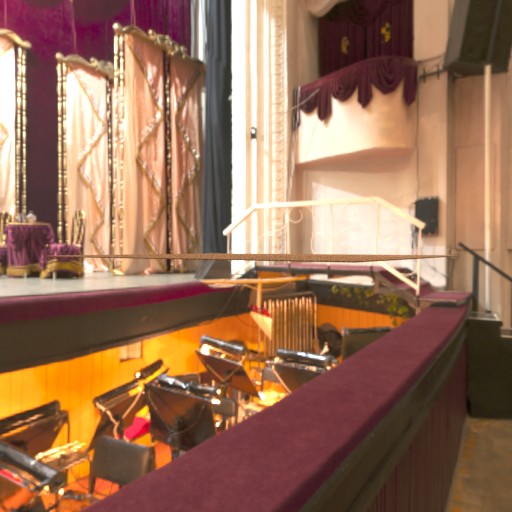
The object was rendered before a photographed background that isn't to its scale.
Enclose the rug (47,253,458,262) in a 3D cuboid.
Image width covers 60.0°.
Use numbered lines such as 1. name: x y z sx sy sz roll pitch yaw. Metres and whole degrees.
1. rug: 0.000 0.000 4.163 3.048 0.013 2.439 1 1 36
